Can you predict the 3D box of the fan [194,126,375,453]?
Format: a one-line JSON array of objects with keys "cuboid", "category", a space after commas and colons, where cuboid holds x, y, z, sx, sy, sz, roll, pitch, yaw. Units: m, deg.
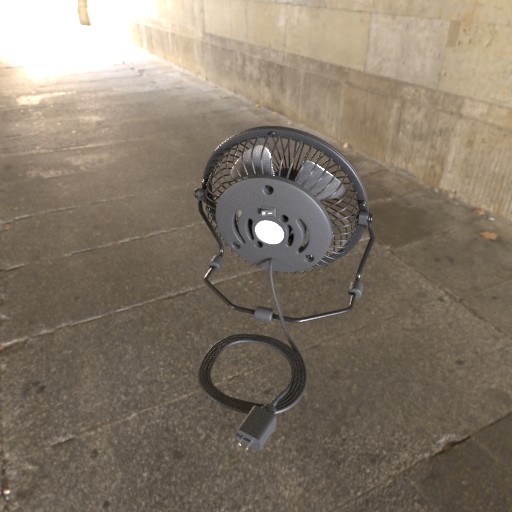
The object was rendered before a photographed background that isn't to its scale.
[{"cuboid": [0.000, 0.000, 0.311, 0.153, 0.152, 0.202, 10, 34, 15], "category": "fan"}]
